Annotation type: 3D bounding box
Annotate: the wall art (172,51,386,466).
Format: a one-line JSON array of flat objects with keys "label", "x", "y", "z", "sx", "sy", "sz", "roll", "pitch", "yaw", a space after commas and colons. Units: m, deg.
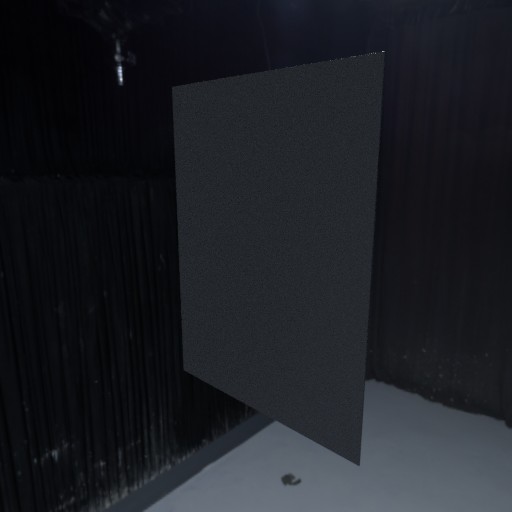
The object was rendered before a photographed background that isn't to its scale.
[{"label": "wall art", "x": 0.000, "y": 0.000, "z": 0.788, "sx": 0.457, "sy": 0.609, "sz": 0.003, "roll": 13, "pitch": 18, "yaw": 43}]
